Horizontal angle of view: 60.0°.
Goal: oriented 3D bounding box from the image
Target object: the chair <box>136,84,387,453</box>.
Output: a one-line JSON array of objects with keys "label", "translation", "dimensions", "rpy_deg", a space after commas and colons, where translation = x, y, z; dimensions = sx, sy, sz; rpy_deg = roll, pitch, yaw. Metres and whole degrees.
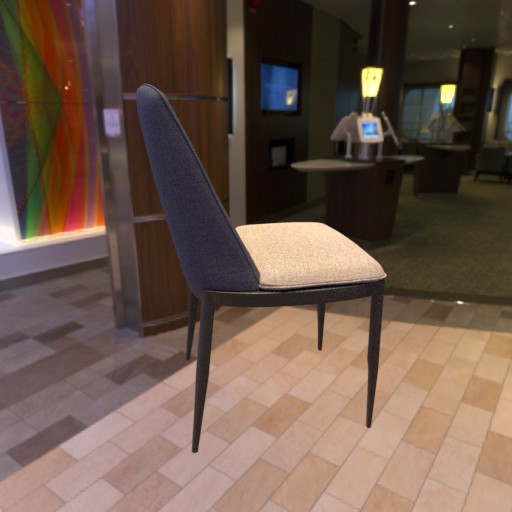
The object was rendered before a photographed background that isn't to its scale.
[{"label": "chair", "translation": [0.000, 0.000, 1.174], "dimensions": [0.551, 0.839, 0.480], "rpy_deg": [-3, 18, -10]}]
